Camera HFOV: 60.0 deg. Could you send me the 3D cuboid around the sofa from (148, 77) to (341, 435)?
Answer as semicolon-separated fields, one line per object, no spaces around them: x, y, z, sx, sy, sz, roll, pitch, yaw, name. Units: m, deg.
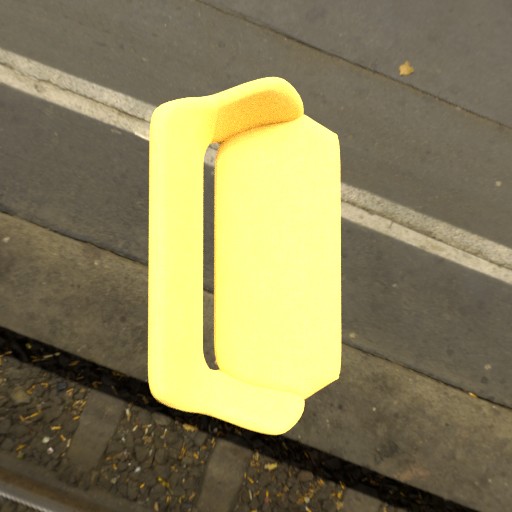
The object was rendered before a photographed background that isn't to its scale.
0.000;0.000;1.630;0.610;0.840;1.150;0;88;-1;sofa
